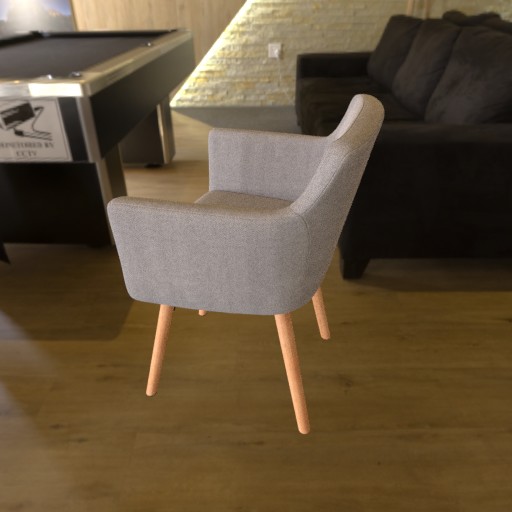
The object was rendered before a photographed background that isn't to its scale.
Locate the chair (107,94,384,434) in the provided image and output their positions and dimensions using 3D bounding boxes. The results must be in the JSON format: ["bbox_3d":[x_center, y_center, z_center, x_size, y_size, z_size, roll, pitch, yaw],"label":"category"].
[{"bbox_3d":[0.000,0.000,1.153,0.540,0.780,0.570,9,32,14],"label":"chair"}]
